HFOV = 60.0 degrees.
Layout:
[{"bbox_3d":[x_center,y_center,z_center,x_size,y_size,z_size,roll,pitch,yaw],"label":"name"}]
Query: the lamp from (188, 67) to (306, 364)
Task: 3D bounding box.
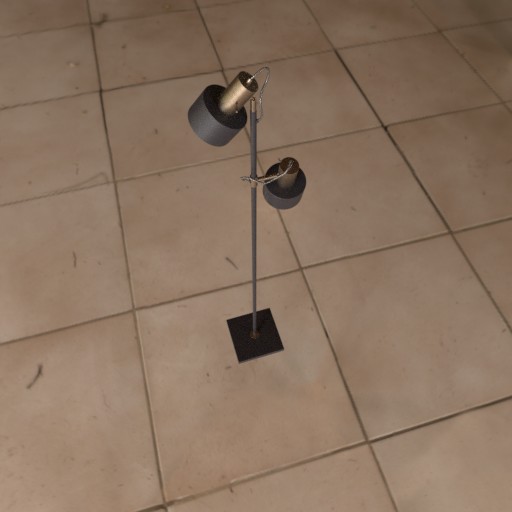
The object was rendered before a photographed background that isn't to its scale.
[{"bbox_3d":[0.000,0.000,1.593,0.315,1.505,0.233,-15,59,-9],"label":"lamp"}]
